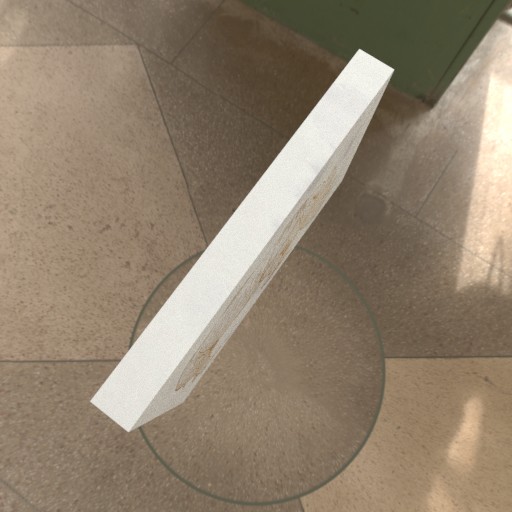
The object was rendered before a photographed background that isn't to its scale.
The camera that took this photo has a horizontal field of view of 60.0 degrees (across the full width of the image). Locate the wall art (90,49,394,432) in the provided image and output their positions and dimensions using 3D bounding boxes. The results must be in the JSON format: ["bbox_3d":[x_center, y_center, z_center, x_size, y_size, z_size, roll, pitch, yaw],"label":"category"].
[{"bbox_3d":[0.000,0.000,0.493,0.038,0.254,0.381,35,79,8],"label":"wall art"}]
